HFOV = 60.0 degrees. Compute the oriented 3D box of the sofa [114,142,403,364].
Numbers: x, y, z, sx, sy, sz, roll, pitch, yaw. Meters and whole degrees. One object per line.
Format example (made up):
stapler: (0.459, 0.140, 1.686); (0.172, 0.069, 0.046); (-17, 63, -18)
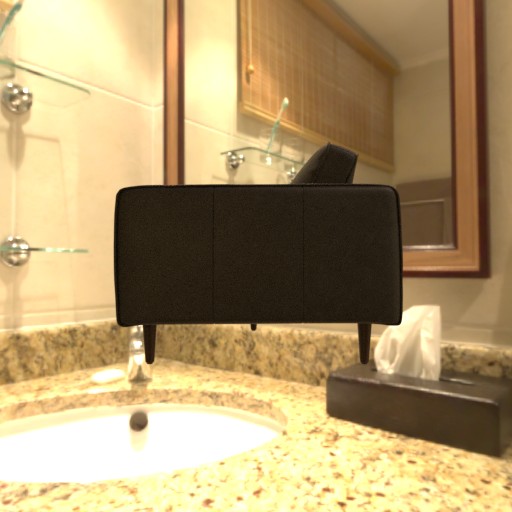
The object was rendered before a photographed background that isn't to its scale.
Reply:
sofa: (0.000, 0.000, 2.292); (0.921, 0.770, 1.879); (0, -1, 0)
